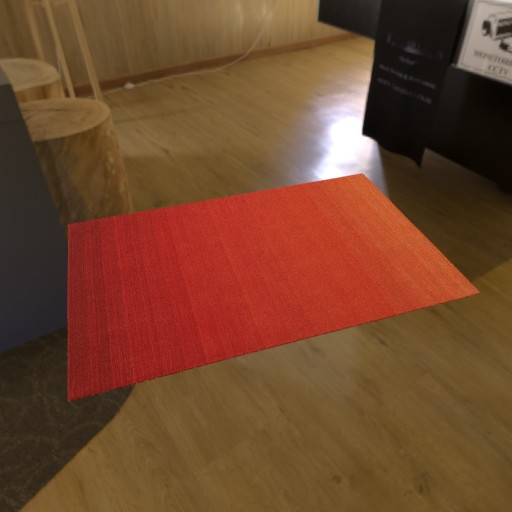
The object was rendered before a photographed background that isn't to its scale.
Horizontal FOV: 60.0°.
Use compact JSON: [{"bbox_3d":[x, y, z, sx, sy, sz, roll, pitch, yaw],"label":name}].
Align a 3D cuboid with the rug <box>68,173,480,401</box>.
[{"bbox_3d":[0.000,0.000,3.021,2.442,0.010,1.531,-12,42,-13],"label":"rug"}]
